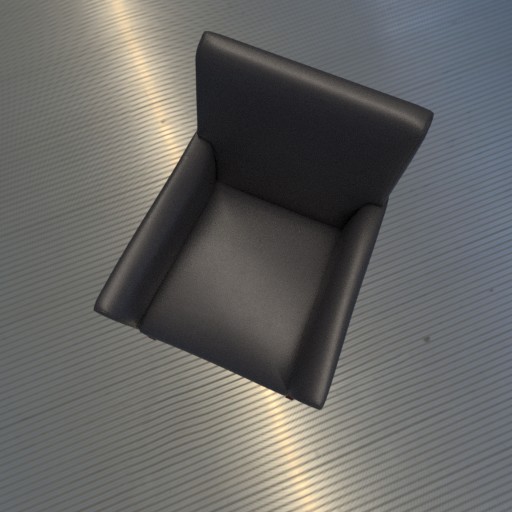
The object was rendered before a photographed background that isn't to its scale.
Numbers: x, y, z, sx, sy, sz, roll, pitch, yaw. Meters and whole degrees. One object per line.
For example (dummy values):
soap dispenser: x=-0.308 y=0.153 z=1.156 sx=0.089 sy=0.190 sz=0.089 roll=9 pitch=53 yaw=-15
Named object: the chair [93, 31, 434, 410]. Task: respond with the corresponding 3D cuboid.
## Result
chair: x=0.000 y=0.000 z=1.456 sx=0.683 sy=0.951 sz=0.772 roll=22 pitch=76 yaw=6
